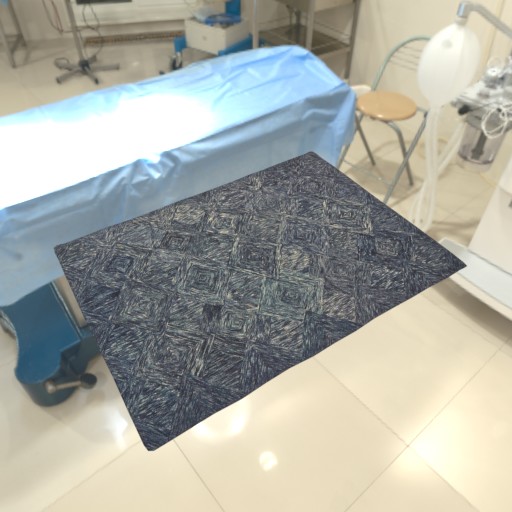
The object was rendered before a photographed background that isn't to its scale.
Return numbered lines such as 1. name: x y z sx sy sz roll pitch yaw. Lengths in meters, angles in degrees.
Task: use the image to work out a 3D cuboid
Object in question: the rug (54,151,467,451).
1. rug: 0.000 0.000 4.273 3.245 0.024 2.385 -25 50 -23
